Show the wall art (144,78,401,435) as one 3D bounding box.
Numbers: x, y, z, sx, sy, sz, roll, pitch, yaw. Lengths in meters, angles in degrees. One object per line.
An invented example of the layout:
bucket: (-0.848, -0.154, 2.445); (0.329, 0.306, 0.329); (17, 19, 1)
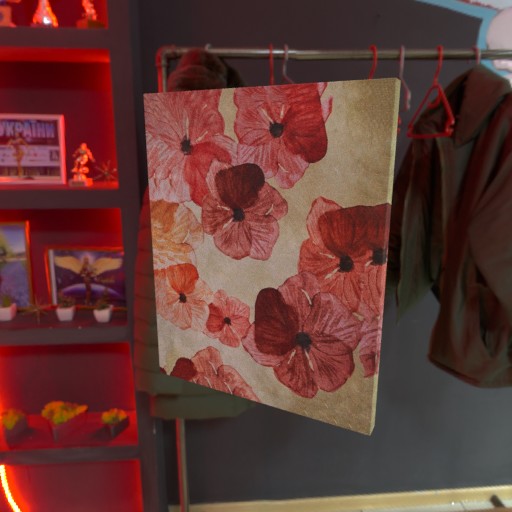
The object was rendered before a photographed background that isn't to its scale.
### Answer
wall art: (0.000, 0.000, 0.712); (0.406, 0.508, 0.028); (8, 16, 27)
